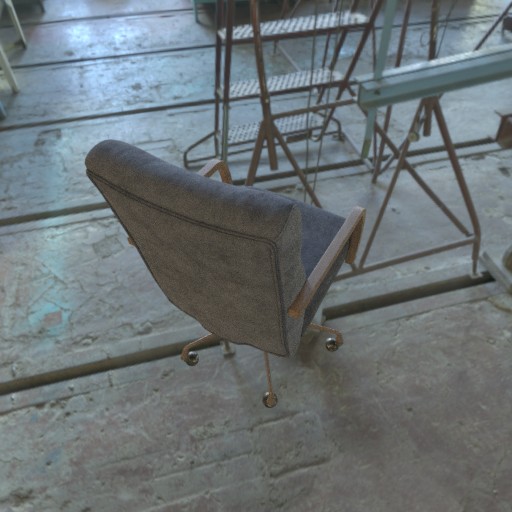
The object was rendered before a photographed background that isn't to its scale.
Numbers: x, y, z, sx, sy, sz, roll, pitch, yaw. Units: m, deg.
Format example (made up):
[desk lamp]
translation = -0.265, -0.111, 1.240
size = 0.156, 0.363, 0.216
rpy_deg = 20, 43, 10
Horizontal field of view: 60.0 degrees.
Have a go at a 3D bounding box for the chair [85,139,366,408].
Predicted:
[chair]
translation = 0.000, 0.000, 1.444
size = 0.640, 1.029, 0.741
rpy_deg = 22, 50, 20
